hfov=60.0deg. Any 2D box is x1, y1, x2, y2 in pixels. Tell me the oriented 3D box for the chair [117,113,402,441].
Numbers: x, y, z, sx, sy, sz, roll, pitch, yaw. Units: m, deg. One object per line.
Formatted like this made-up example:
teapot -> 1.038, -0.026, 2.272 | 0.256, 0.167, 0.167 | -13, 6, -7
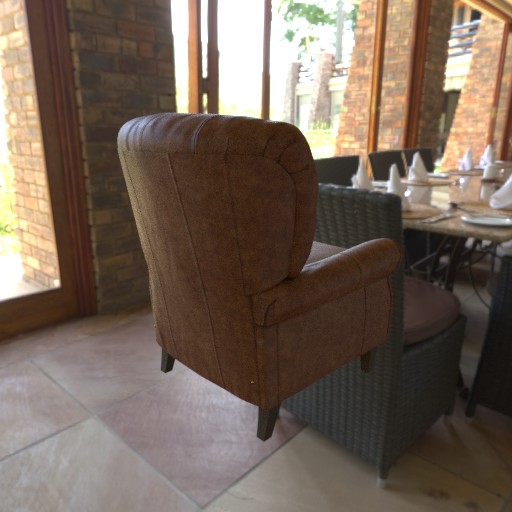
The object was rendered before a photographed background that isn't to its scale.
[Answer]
chair -> 0.000, 0.000, 1.922 | 1.059, 1.164, 0.951 | -15, 21, -42
